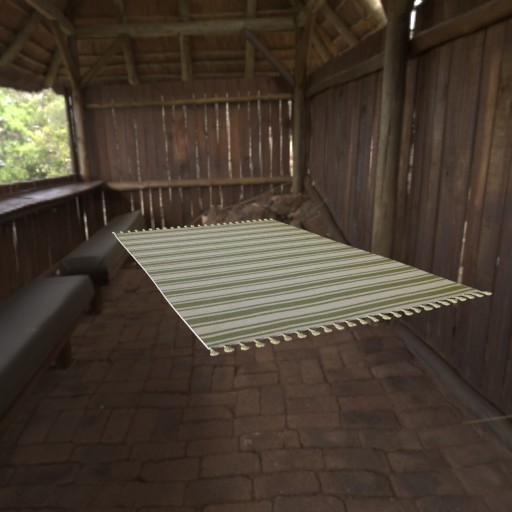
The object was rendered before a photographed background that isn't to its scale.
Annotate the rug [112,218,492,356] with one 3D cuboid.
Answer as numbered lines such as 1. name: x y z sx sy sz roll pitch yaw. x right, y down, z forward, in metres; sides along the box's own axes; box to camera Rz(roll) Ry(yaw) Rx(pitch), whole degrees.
1. rug: 0.000 0.000 2.282 1.162 0.013 1.875 -7 16 -25
